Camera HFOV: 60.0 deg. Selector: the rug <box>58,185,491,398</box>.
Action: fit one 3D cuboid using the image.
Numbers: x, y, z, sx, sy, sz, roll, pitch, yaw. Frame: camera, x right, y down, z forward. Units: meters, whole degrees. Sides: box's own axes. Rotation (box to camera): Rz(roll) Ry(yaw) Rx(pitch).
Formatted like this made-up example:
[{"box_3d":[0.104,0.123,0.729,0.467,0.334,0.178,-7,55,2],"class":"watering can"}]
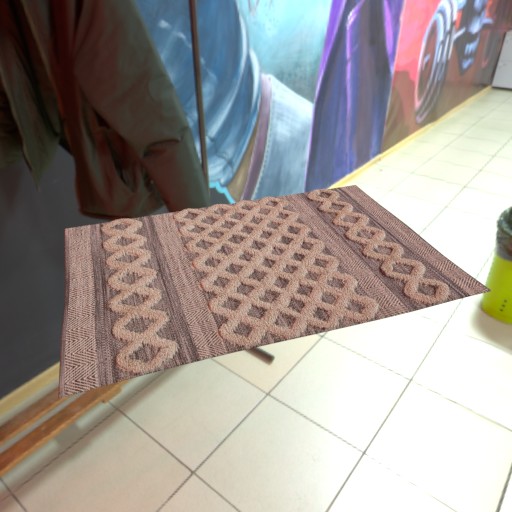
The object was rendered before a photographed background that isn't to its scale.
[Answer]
[{"box_3d":[0.000,0.000,2.216,1.823,0.030,1.222,-11,35,-16],"class":"rug"}]
